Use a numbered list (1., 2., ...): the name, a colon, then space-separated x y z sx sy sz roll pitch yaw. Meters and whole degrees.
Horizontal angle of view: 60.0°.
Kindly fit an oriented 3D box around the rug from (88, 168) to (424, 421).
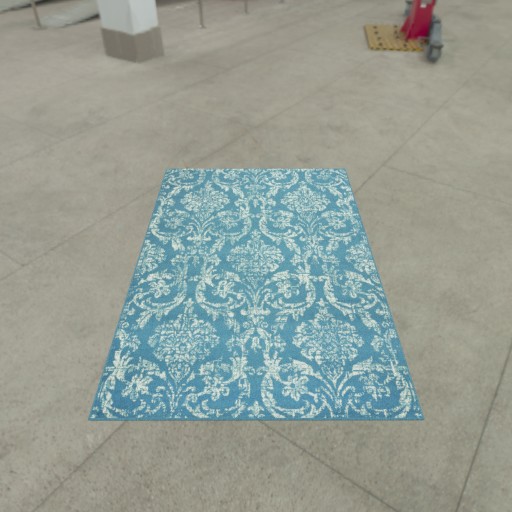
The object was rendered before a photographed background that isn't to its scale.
1. rug: 0.000 0.000 3.438 1.816 0.018 2.746 0 40 0
